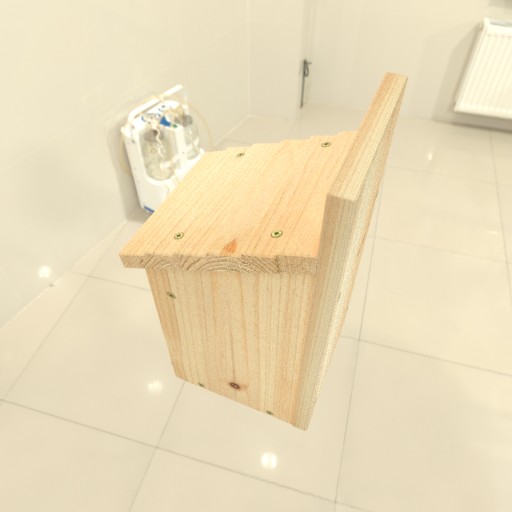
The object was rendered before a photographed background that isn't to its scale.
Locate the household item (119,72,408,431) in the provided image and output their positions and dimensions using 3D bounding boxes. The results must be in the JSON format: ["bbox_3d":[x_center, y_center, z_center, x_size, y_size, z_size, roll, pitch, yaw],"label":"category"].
[{"bbox_3d":[0.000,0.000,0.398,0.171,0.300,0.149,17,50,15],"label":"household item"}]
